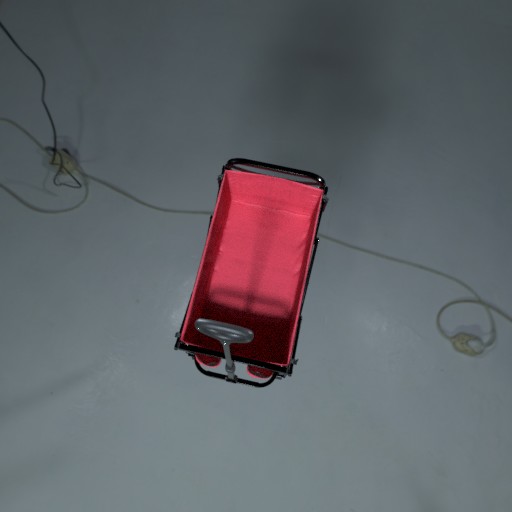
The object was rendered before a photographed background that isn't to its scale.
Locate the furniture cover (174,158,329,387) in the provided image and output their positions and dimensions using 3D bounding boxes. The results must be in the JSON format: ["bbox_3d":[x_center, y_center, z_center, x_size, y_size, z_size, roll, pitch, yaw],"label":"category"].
[{"bbox_3d":[0.000,0.000,1.830,0.532,1.295,1.038,12,75,3],"label":"furniture cover"}]
